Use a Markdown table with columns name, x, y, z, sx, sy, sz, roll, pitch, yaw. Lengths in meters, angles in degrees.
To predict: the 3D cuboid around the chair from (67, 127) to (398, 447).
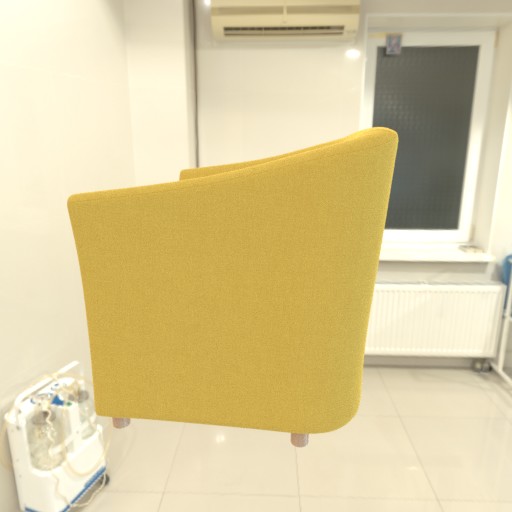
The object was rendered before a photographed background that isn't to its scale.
| name | x | y | z | sx | sy | sz | roll | pitch | yaw |
| --- | --- | --- | --- | --- | --- | --- | --- | --- | --- |
| chair | 0.000 | 0.000 | 1.298 | 0.700 | 0.720 | 0.790 | 2 | 15 | 9 |
